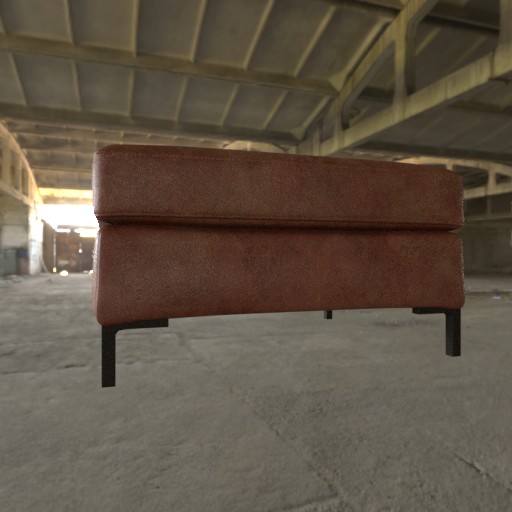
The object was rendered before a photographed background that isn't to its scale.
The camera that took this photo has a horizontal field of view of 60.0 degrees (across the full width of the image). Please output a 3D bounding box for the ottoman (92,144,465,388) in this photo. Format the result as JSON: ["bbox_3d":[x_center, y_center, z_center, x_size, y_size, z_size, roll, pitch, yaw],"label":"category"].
[{"bbox_3d":[0.000,0.000,1.745,1.186,0.667,0.965,0,0,-18],"label":"ottoman"}]
